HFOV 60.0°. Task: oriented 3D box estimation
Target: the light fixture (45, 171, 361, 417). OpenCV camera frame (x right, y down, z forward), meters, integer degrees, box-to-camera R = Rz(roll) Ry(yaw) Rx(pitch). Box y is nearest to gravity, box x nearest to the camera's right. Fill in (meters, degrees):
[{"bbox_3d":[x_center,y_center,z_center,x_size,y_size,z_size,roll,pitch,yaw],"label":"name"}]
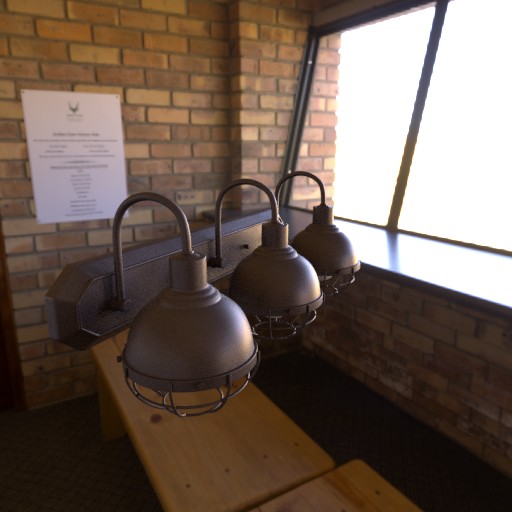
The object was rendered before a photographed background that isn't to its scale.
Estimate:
[{"bbox_3d":[0.000,0.000,0.740,0.229,0.254,0.634,7,16,26],"label":"light fixture"}]
